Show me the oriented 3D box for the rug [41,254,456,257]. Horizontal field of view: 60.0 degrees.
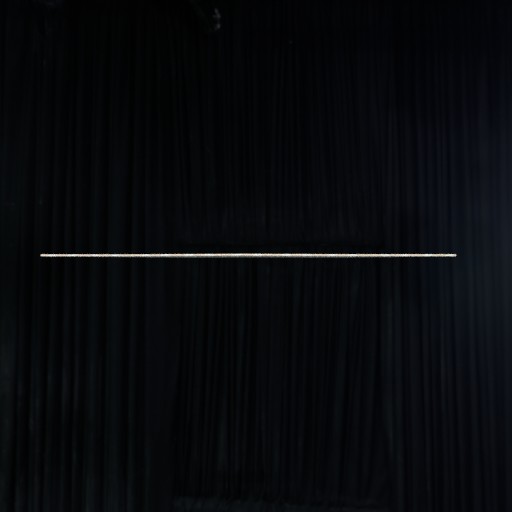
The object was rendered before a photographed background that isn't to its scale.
[{"bbox_3d":[0.000,0.000,2.658,1.524,0.013,2.135,0,0,2],"label":"rug"}]
